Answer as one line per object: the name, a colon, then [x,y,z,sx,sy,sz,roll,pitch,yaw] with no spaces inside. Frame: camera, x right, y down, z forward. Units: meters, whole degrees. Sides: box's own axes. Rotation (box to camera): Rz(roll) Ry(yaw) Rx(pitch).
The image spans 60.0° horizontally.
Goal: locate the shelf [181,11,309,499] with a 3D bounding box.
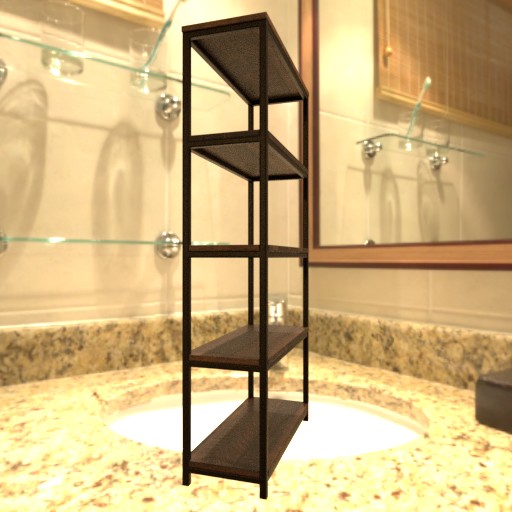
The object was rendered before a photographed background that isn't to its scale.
shelf: [0.000,0.000,2.157,0.359,1.860,0.874,0,0,17]
